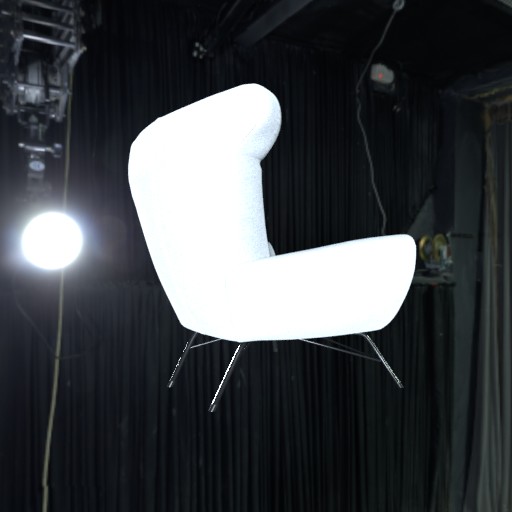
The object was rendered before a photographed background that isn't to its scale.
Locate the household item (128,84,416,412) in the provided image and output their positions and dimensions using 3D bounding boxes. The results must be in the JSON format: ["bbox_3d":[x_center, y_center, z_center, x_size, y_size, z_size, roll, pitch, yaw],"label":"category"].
[{"bbox_3d":[0.000,0.000,1.818,0.900,1.050,0.980,0,1,-37],"label":"household item"}]
